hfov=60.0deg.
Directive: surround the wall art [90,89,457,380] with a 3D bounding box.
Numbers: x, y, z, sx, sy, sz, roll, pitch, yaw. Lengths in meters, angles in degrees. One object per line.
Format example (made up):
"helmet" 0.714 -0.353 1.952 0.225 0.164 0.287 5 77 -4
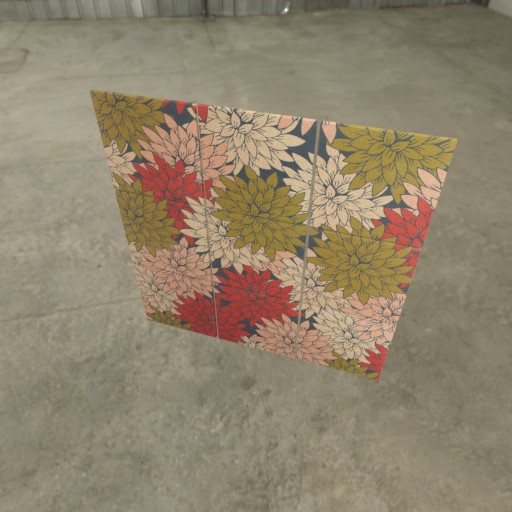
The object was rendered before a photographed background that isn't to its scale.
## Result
"wall art" 0.000 0.000 1.356 0.904 0.913 0.013 12 43 13
